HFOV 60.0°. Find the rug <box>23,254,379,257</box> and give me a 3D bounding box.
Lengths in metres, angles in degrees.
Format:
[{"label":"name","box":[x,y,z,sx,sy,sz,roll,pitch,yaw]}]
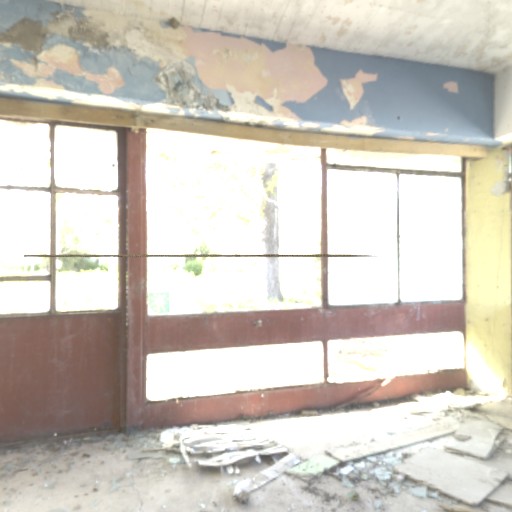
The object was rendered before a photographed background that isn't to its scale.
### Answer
[{"label":"rug","box":[0.000,0.000,3.008,1.533,0.011,2.439,0,0,17]}]
